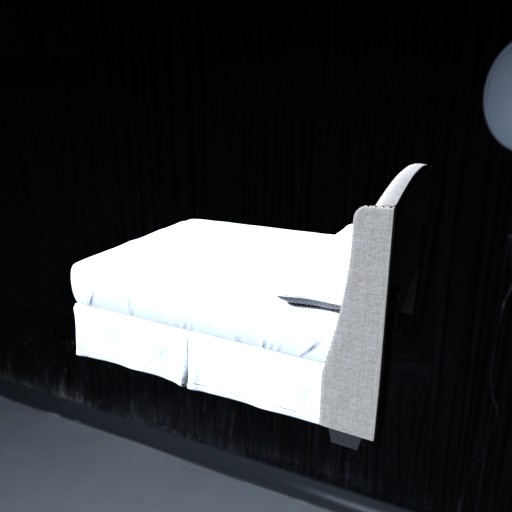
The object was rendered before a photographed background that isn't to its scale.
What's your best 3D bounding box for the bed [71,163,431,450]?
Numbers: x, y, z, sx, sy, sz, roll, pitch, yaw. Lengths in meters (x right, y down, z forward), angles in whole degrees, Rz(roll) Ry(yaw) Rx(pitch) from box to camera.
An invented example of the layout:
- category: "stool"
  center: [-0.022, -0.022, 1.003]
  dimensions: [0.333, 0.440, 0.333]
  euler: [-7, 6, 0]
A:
- category: "bed"
  center: [0.000, 0.000, 3.297]
  dimensions: [2.237, 1.407, 1.710]
  euler: [9, 20, 24]
